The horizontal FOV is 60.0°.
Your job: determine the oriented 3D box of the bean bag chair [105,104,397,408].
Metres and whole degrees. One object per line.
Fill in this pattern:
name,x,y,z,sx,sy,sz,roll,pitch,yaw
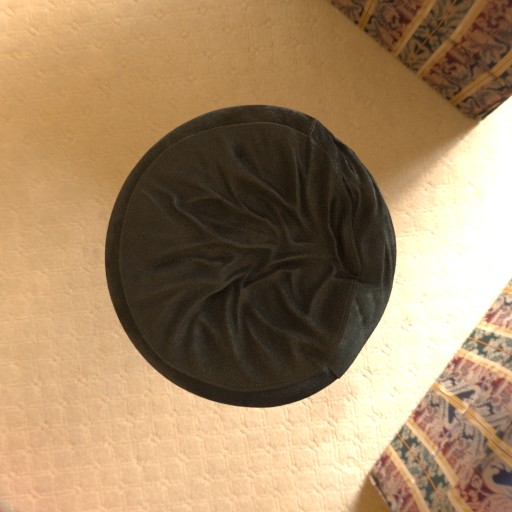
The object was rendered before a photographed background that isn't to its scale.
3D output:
bean bag chair,0.000,0.000,1.497,0.918,0.605,0.918,0,90,1
